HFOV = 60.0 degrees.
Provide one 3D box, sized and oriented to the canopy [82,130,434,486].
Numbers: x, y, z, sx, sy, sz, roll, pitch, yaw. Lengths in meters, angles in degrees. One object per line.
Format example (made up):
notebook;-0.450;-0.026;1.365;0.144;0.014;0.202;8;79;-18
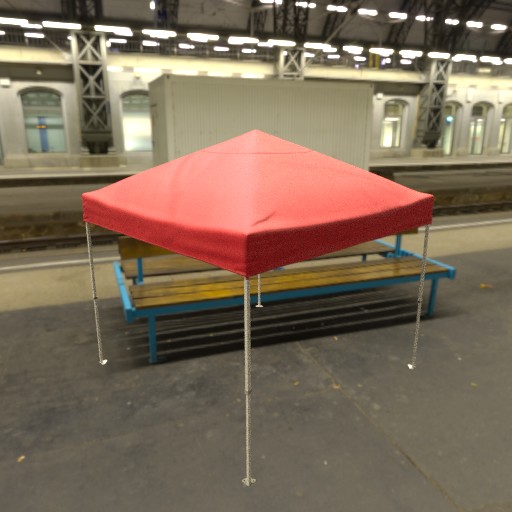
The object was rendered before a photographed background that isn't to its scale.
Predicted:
canopy;0.000;0.000;5.470;2.998;2.997;2.996;-14;21;-41
